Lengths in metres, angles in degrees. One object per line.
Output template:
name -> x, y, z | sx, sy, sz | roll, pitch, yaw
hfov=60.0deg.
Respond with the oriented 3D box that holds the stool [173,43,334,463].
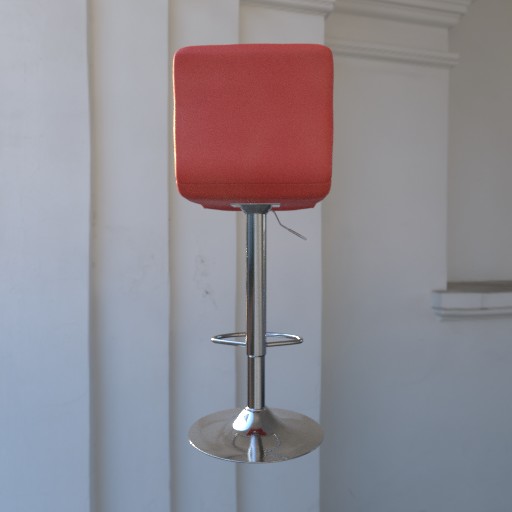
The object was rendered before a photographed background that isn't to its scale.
stool -> 0.000, 0.000, 1.394 | 0.430, 1.115, 0.505 | 0, 0, 2
